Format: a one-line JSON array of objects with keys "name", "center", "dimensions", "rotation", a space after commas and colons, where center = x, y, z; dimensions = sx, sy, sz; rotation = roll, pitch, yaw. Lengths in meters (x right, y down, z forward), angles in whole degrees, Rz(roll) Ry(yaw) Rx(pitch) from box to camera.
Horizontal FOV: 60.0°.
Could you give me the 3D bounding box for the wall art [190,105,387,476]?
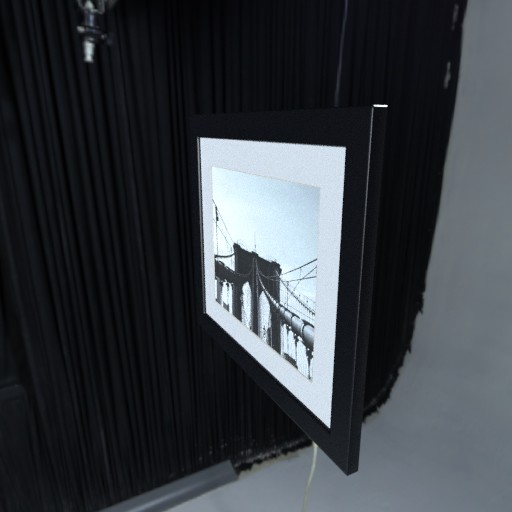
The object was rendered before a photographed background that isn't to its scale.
[{"name": "wall art", "center": [0.000, 0.000, 0.726], "dimensions": [0.018, 0.450, 0.521], "rotation": [-9, 19, -27]}]
